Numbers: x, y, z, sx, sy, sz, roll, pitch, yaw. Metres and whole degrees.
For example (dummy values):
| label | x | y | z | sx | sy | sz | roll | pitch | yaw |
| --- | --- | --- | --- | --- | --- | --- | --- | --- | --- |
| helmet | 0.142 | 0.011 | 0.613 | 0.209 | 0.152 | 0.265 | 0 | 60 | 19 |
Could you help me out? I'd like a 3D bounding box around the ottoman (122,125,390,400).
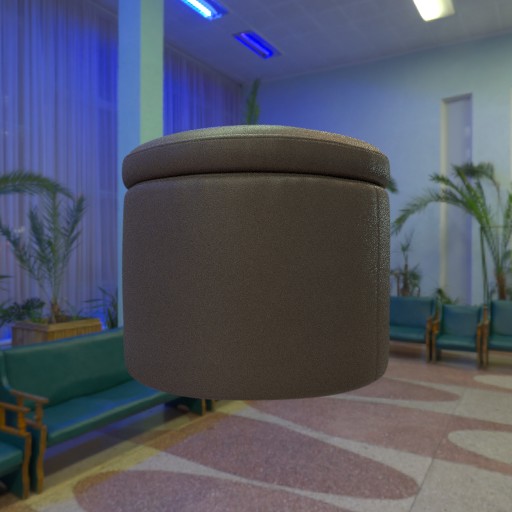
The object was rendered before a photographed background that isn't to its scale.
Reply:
| label | x | y | z | sx | sy | sz | roll | pitch | yaw |
| --- | --- | --- | --- | --- | --- | --- | --- | --- | --- |
| ottoman | 0.000 | 0.000 | 0.862 | 0.500 | 0.409 | 0.500 | 0 | 0 | 0 |
